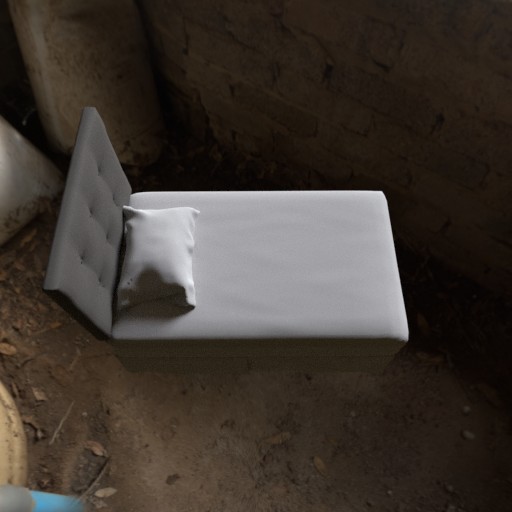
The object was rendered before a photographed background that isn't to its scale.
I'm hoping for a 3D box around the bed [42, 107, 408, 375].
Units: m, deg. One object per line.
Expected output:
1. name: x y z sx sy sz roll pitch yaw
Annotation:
1. bed: 0.000 0.000 2.961 1.997 1.571 1.261 0 63 0
